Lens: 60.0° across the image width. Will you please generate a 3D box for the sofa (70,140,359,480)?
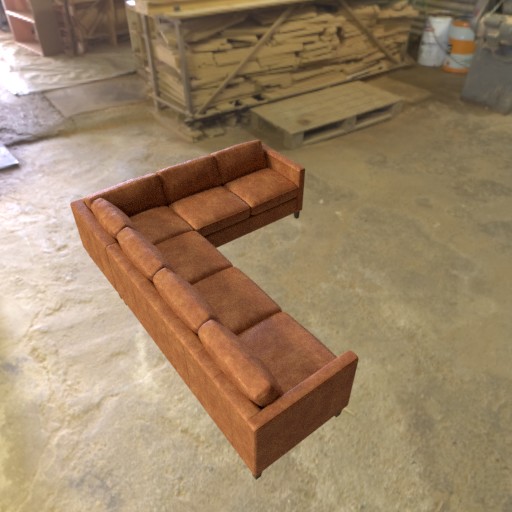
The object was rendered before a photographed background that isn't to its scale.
[{"bbox_3d":[0.000,0.000,4.304,2.438,0.838,3.167,-26,46,-28],"label":"sofa"}]
